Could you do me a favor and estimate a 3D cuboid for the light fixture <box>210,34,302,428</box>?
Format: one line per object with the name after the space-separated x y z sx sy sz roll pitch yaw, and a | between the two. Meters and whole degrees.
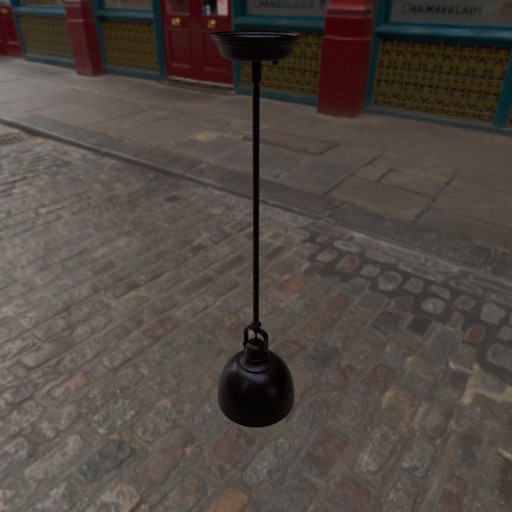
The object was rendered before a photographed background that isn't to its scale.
0.000 0.000 0.854 0.182 0.768 0.182 21 36 31 | light fixture
